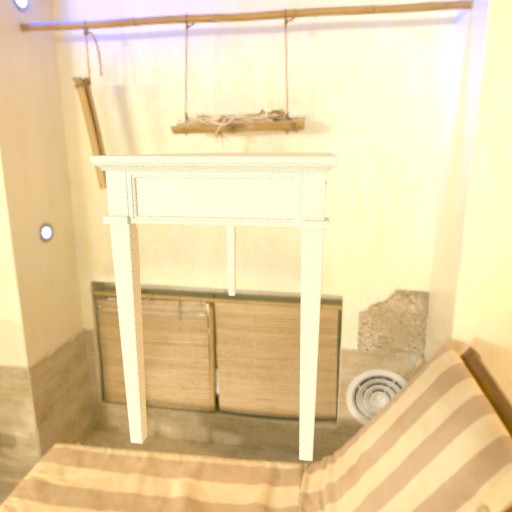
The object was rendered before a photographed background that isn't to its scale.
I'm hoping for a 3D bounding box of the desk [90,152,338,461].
[{"bbox_3d":[0.000,0.000,1.719,0.559,0.774,1.372,2,14,8],"label":"desk"}]
